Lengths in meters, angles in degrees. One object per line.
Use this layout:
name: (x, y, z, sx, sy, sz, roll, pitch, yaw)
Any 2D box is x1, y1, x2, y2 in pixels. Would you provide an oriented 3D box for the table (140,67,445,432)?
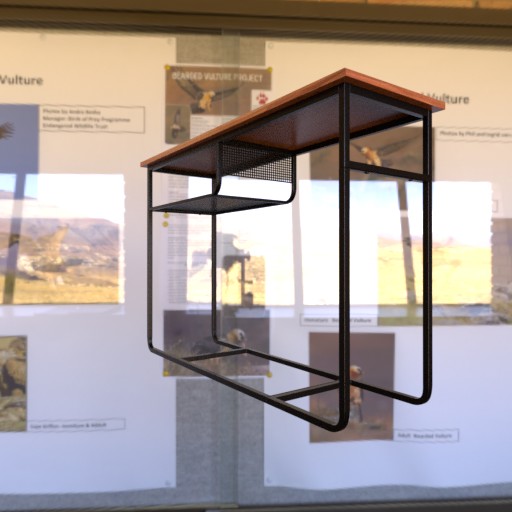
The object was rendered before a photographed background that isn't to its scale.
table: (0.000, 0.000, 1.427, 0.350, 0.750, 1.100, 0, 0, -36)
